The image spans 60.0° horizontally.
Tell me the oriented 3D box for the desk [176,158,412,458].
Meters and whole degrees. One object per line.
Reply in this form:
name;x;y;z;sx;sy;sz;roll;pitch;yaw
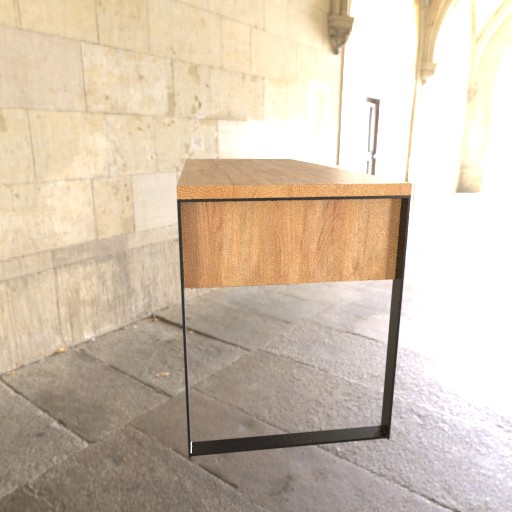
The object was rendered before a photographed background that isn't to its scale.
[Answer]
desk;0.000;0.000;1.918;0.600;0.760;1.520;-2;15;-7
